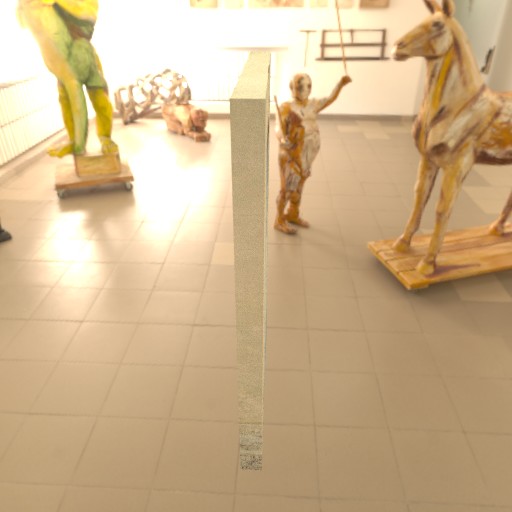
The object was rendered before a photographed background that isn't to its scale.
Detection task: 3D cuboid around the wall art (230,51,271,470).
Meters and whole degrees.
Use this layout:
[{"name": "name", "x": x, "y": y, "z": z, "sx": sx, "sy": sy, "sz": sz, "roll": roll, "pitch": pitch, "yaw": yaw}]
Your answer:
[{"name": "wall art", "x": 0.000, "y": 0.000, "z": 0.771, "sx": 0.036, "sy": 0.607, "sz": 0.403, "roll": 1, "pitch": 31, "yaw": 2}]
